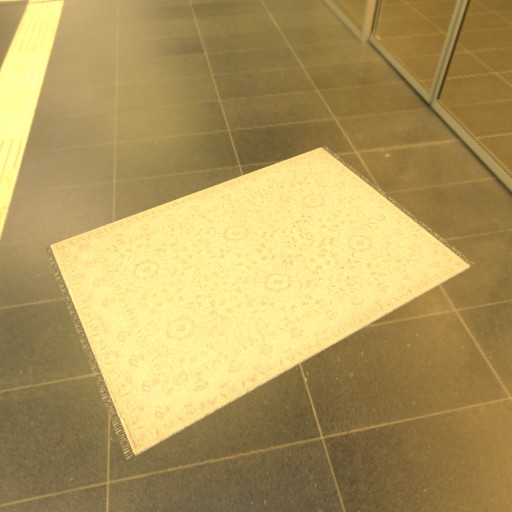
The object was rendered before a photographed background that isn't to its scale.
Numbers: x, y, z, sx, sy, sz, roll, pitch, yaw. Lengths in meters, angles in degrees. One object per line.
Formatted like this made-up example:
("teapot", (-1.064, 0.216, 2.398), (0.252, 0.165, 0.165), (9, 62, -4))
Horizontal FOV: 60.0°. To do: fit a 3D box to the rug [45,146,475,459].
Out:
("rug", (0.000, 0.000, 2.772), (2.233, 0.011, 1.514), (-24, 51, -21))
